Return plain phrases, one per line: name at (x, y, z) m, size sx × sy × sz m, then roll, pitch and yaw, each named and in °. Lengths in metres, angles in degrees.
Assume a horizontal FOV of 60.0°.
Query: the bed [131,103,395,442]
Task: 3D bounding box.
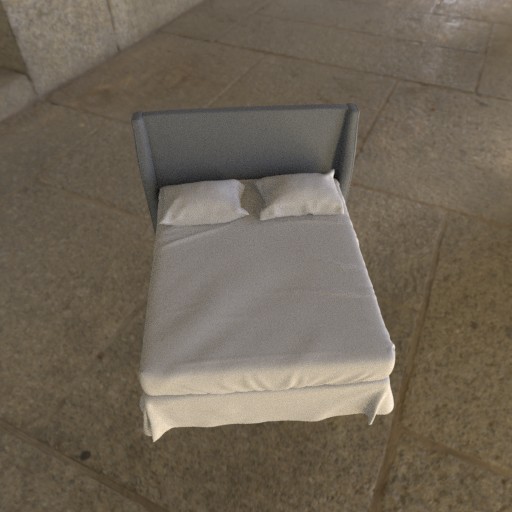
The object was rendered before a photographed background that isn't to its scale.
bed at (0.000, 0.000, 3.466) m, size 1.925 × 1.332 × 2.276 m, roll -3°, pitch 47°, yaw -3°
